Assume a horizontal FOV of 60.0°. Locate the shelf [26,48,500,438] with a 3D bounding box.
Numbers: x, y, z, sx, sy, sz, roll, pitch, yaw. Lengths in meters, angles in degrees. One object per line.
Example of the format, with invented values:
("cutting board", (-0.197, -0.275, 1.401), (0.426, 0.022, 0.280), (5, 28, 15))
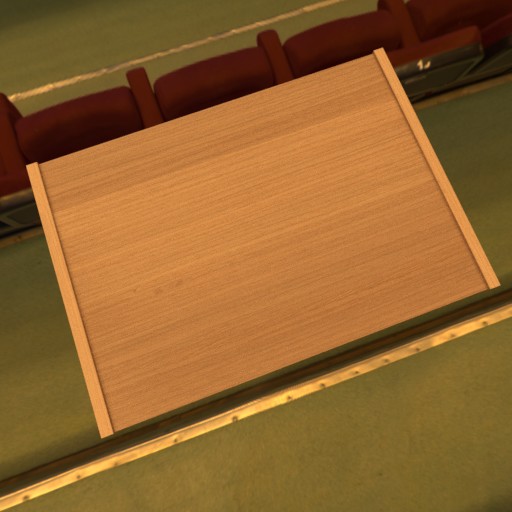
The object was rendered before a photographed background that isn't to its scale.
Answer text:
("shelf", (0.000, 0.000, 0.605), (0.415, 0.305, 0.290), (-20, 78, -4))
